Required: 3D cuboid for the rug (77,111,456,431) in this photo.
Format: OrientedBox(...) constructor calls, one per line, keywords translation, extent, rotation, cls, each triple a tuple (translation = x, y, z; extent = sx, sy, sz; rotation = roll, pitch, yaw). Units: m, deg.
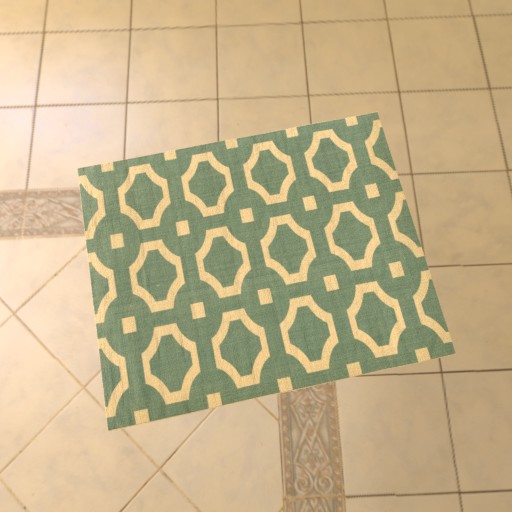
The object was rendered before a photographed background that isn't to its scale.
OrientedBox(translation=(0.000, 0.000, 4.095), extent=(3.049, 0.021, 2.466), rotation=(-12, 75, -3), cls="rug")
